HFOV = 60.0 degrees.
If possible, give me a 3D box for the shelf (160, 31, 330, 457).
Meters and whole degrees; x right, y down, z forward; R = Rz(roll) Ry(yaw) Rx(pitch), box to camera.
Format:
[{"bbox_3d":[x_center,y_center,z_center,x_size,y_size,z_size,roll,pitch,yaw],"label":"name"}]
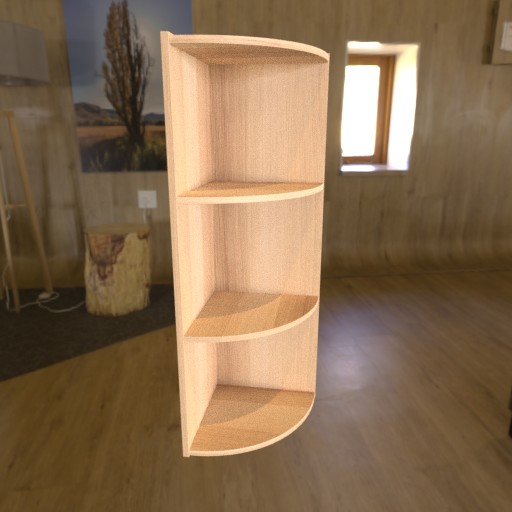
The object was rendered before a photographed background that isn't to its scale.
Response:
[{"bbox_3d":[0.000,0.000,0.998,0.290,0.872,0.290,2,16,8],"label":"shelf"}]
